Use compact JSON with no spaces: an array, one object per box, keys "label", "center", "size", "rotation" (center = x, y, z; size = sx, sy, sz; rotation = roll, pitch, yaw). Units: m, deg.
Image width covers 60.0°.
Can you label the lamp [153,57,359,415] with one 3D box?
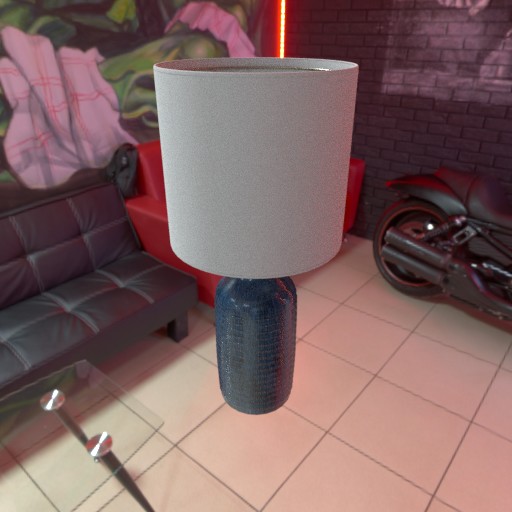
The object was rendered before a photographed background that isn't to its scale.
[{"label":"lamp","center":[0.000,0.000,0.595],"size":[0.220,0.475,0.220],"rotation":[-8,29,-16]}]
